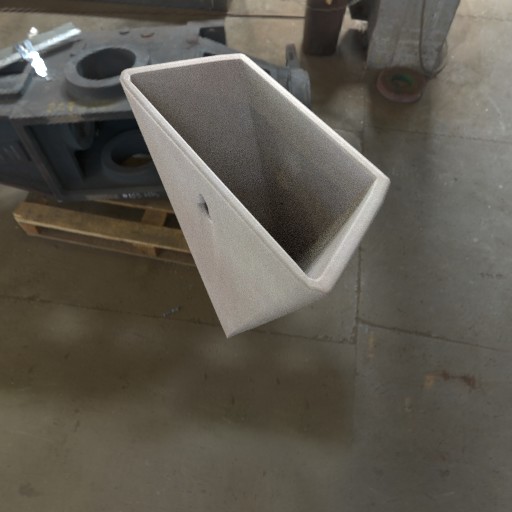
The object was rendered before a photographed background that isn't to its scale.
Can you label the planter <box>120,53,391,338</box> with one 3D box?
[{"bbox_3d":[0.000,0.000,0.274,0.060,0.197,0.150,-32,64,-18],"label":"planter"}]
